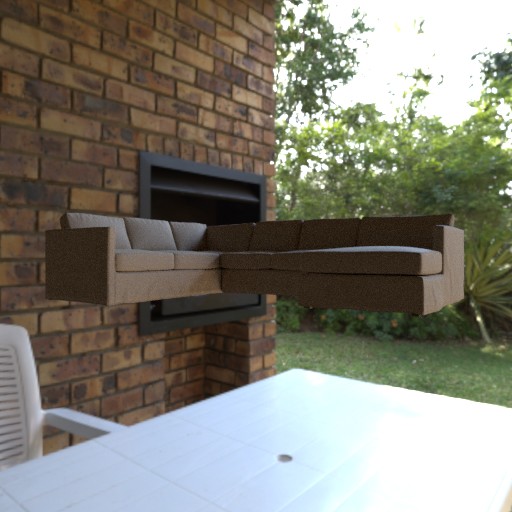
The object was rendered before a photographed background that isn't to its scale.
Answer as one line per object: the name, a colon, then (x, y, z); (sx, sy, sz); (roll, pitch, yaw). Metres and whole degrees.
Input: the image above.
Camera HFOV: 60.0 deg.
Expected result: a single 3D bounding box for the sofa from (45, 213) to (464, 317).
sofa: (0.000, 0.000, 4.411); (3.460, 0.882, 2.427); (0, 0, 35)
